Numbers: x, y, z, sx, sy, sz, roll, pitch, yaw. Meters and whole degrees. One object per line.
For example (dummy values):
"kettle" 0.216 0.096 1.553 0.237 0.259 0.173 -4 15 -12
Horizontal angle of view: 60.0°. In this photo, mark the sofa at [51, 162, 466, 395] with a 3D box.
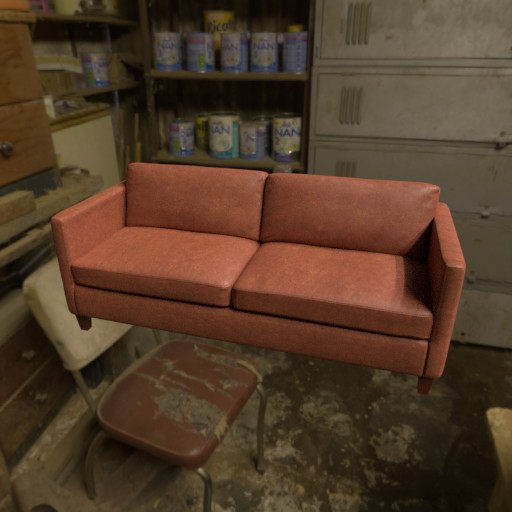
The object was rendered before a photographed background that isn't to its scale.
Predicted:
"sofa" 0.000 0.000 2.733 2.204 0.932 0.950 7 26 15
